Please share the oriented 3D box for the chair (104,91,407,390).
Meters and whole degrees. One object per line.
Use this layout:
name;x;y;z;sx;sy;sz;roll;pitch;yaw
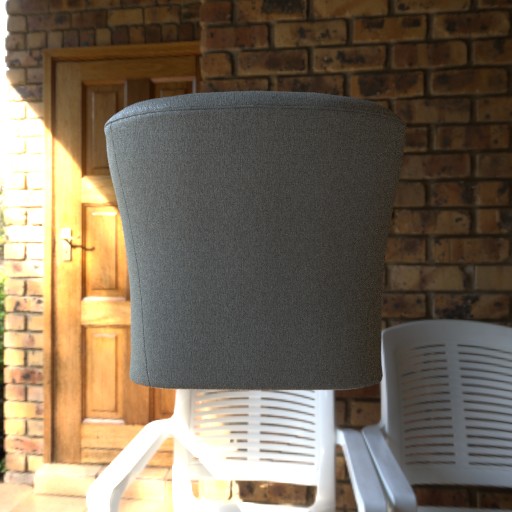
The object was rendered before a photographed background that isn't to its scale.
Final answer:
chair;0.000;0.000;1.570;0.864;0.856;0.923;0;0;1
